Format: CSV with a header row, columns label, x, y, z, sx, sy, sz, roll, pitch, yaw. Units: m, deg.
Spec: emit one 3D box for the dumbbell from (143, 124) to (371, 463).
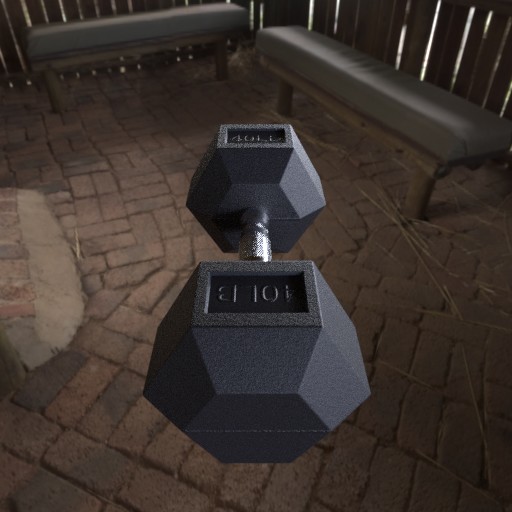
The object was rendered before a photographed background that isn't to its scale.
label,x,y,z,sx,sy,sz,roll,pitch,yaw
dumbbell,0.000,0.000,0.425,0.157,0.137,0.361,0,39,0
